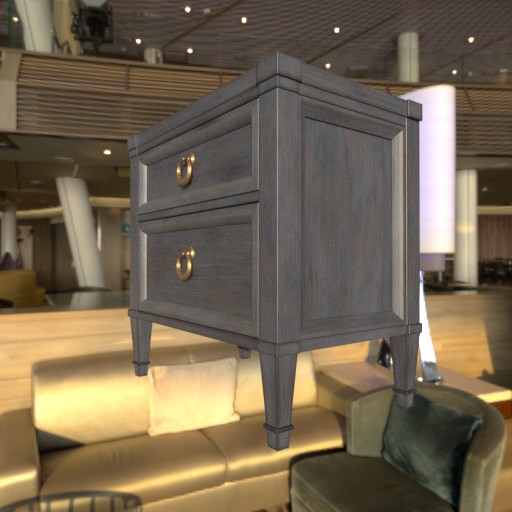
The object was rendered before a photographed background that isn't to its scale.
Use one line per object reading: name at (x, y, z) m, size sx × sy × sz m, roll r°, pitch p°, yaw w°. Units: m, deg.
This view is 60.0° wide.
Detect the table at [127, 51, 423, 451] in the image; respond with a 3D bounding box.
table at (0.000, 0.000, 1.103) m, size 0.413 × 0.660 × 0.660 m, roll 0°, pitch -1°, yaw -37°
